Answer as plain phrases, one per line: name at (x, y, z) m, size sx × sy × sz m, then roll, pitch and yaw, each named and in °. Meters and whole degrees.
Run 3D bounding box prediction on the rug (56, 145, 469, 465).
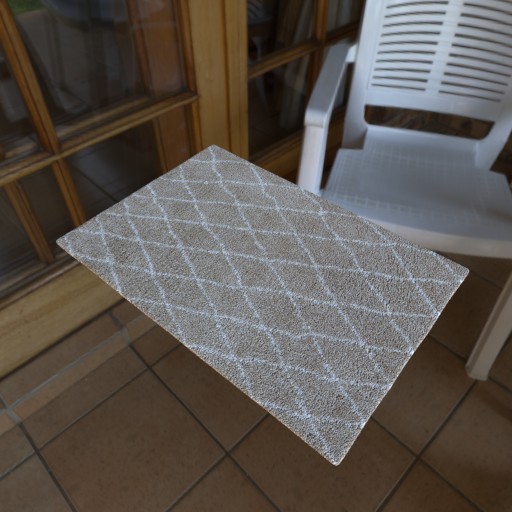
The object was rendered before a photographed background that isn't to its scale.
rug at (0.000, 0.000, 2.296) m, size 1.778 × 0.030 × 1.219 m, roll 31°, pitch 54°, yaw 26°
